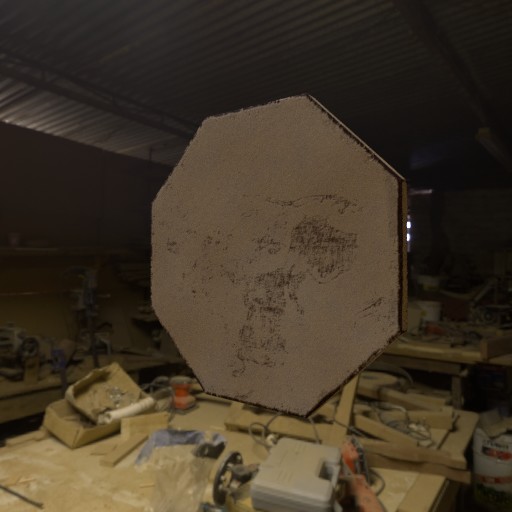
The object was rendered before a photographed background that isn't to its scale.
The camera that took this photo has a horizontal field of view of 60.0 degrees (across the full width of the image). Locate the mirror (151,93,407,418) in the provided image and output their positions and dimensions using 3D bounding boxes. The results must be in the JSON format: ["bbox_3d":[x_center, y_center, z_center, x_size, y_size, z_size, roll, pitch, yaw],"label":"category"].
[{"bbox_3d":[0.000,0.000,0.971,0.648,0.648,0.031,0,0,36],"label":"mirror"}]
